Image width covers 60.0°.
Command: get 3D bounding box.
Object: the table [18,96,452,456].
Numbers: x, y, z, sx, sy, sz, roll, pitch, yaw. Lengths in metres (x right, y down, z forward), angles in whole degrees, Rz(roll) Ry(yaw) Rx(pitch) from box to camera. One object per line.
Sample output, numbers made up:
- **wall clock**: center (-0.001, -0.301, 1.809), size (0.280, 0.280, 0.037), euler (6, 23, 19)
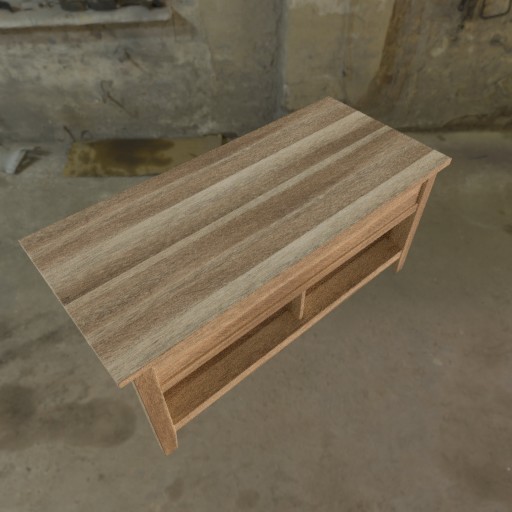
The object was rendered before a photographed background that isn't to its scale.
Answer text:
- **table**: center (0.000, 0.000, 1.364), size (1.095, 0.480, 0.493), euler (-32, 55, -26)
